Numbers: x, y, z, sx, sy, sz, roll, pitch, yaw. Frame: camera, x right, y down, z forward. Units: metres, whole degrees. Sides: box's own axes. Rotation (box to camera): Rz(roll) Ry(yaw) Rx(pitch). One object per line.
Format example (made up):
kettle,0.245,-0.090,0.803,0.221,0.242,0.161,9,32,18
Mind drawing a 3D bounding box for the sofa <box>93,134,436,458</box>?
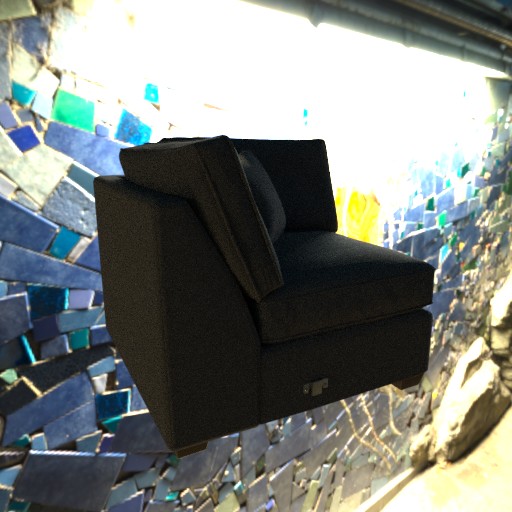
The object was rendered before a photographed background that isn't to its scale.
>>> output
sofa,0.000,0.000,1.917,1.146,1.002,1.084,-7,16,-27
